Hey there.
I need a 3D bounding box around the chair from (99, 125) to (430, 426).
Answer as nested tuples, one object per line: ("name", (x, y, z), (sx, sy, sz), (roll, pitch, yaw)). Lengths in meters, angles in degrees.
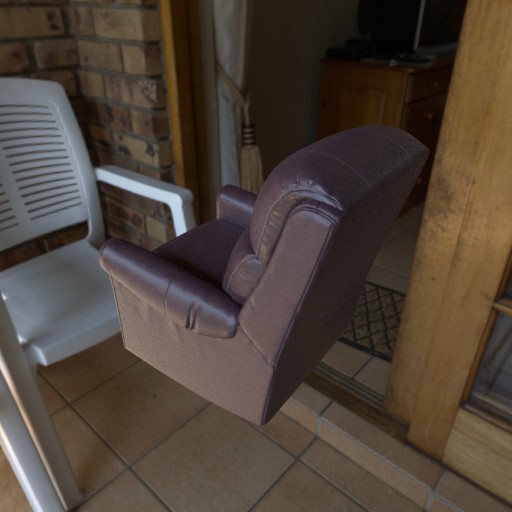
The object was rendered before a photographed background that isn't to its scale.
("chair", (0.000, 0.000, 1.792), (1.014, 1.054, 0.838), (20, 36, 30))
